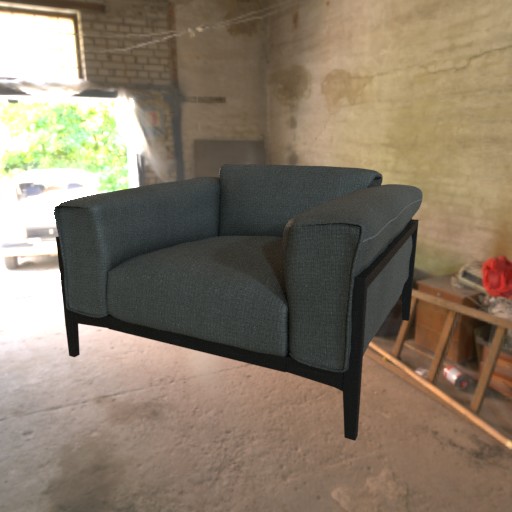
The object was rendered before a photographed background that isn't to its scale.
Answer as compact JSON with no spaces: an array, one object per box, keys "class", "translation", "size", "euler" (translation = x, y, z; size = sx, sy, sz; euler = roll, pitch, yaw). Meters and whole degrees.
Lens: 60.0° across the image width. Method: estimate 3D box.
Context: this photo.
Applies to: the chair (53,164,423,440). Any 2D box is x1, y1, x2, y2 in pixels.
[{"class":"chair","translation":[0.000,0.000,1.671],"size":[1.056,0.646,0.969],"euler":[7,16,26]}]
